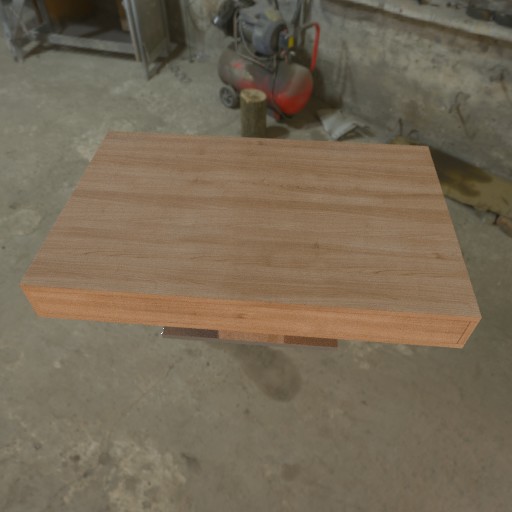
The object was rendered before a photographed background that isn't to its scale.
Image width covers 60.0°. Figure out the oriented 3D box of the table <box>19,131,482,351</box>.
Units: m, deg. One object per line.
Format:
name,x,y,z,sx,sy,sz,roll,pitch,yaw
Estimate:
table,0.000,0.000,1.446,1.100,0.440,0.700,4,47,3
